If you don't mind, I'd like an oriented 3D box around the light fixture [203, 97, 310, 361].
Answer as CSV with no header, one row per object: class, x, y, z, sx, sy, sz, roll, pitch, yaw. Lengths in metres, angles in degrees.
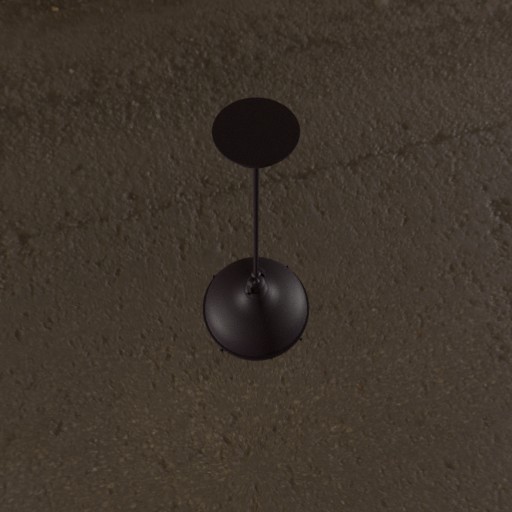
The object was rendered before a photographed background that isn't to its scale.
light fixture,0.000,0.000,1.035,0.341,0.849,0.341,34,69,15
